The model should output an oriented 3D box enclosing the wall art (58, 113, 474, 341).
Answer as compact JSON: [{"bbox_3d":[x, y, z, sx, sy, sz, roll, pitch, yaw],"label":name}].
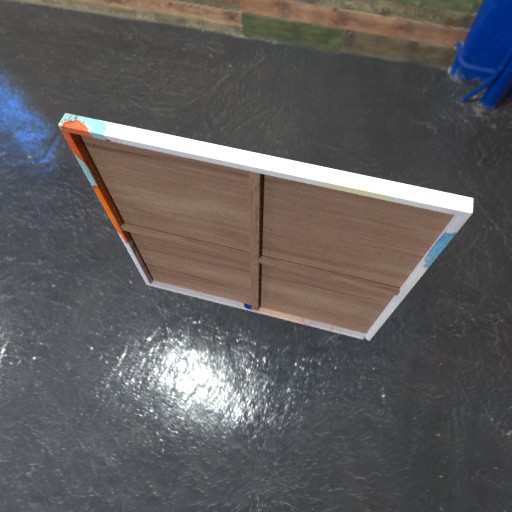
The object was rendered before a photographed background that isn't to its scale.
[{"bbox_3d":[0.000,0.000,1.512,1.017,1.017,0.044,13,64,7],"label":"wall art"}]
